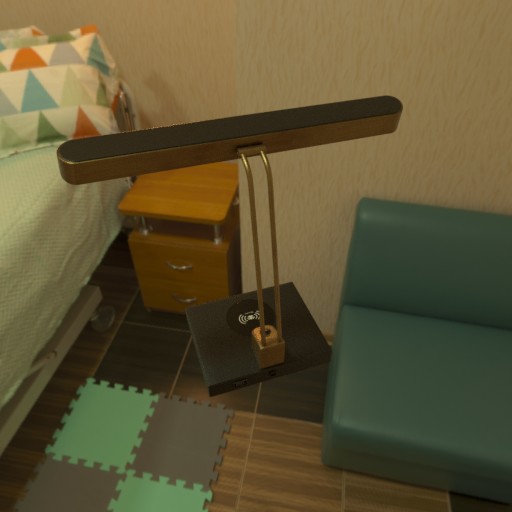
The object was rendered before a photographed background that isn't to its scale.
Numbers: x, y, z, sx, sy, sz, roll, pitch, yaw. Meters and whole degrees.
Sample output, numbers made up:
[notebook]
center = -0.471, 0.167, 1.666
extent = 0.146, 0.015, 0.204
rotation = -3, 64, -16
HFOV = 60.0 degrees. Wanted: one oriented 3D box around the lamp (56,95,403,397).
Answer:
[lamp]
center = 0.000, 0.000, 0.582
extent = 0.412, 0.345, 0.156
rotation = -12, 42, -14
